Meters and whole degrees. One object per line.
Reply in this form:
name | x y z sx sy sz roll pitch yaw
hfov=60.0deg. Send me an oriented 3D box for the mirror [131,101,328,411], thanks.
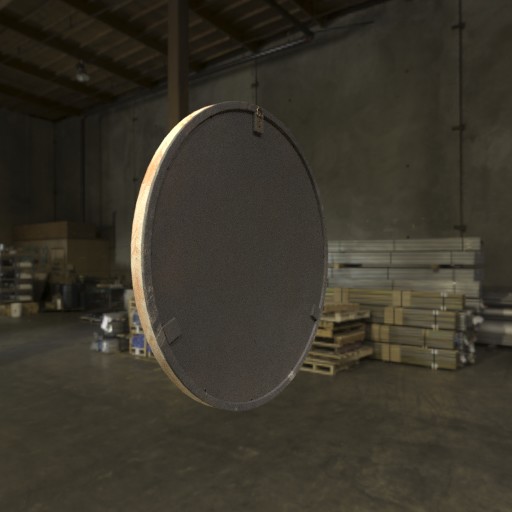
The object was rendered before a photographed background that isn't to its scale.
mirror | 0.000 0.000 1.065 0.038 0.710 0.710 -1 -1 36
